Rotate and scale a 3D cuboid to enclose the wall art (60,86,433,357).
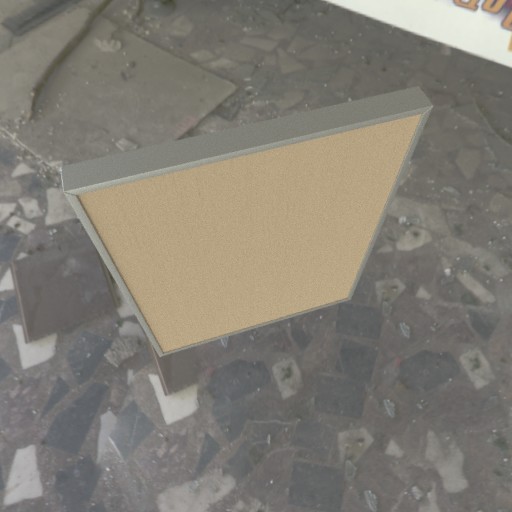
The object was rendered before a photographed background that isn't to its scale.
[{"bbox_3d":[0.000,0.000,0.755,0.445,0.553,0.039,-15,60,-9],"label":"wall art"}]
